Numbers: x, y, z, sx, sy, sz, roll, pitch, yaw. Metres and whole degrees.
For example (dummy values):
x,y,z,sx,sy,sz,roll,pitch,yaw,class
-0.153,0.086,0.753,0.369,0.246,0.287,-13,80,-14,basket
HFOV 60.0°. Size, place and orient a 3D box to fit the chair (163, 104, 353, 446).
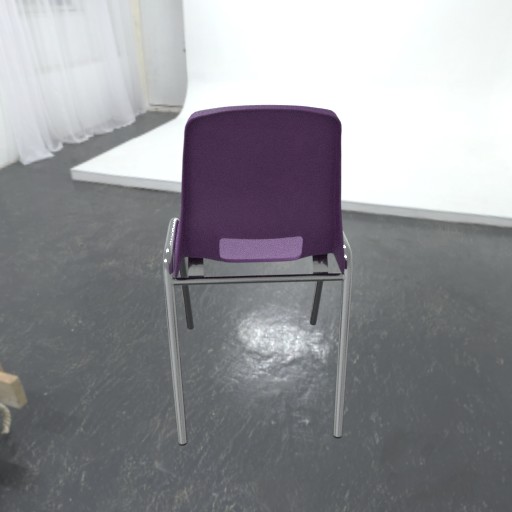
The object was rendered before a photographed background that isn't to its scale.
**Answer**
x,y,z,sx,sy,sz,roll,pitch,yaw,class
0.000,0.000,0.955,0.381,0.704,0.432,-2,29,-3,chair
